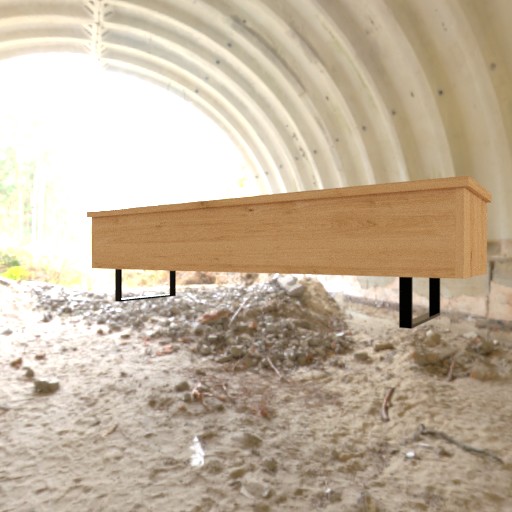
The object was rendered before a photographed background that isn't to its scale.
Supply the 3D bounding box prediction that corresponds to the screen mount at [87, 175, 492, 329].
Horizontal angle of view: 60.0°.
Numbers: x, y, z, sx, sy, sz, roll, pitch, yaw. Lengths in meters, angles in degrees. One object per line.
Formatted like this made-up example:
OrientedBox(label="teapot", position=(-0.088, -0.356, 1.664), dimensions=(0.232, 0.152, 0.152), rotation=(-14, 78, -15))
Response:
OrientedBox(label="screen mount", position=(0.000, 0.000, 1.853), dimensions=(1.700, 0.430, 0.450), rotation=(0, 0, 35))
